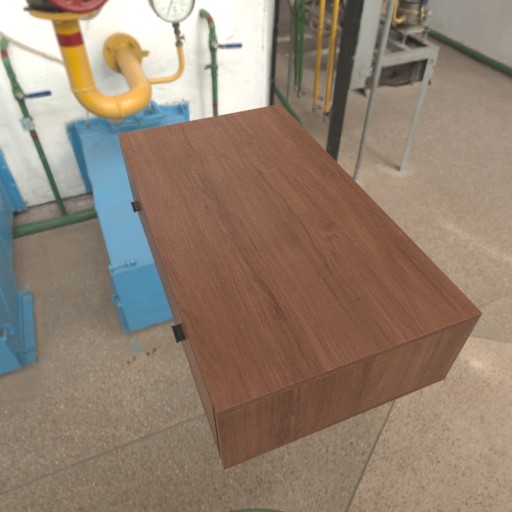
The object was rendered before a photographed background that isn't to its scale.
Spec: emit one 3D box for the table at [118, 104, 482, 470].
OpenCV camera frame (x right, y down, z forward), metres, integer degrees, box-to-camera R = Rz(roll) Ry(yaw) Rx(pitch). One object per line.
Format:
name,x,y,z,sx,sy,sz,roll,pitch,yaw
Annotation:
table,0.000,0.000,1.307,0.600,0.380,1.020,-16,47,-15
